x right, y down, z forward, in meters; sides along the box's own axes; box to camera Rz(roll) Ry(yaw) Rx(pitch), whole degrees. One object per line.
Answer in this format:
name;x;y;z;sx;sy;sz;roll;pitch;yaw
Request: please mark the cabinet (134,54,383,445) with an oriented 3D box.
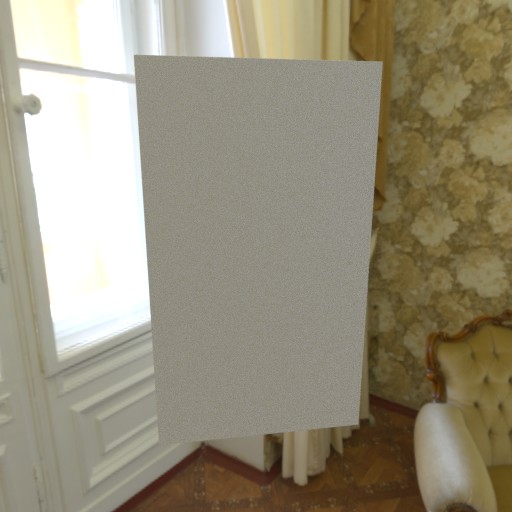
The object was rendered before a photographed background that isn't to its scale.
cabinet;0.000;0.000;2.695;1.250;2.160;0.480;-2;15;-9
